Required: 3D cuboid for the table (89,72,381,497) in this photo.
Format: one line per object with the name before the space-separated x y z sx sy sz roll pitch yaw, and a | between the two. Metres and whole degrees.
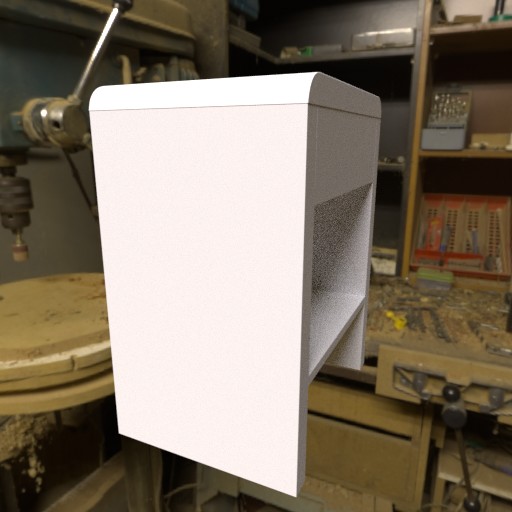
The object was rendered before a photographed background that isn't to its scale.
table | 0.000 0.000 0.847 0.350 0.590 0.450 7 16 25
